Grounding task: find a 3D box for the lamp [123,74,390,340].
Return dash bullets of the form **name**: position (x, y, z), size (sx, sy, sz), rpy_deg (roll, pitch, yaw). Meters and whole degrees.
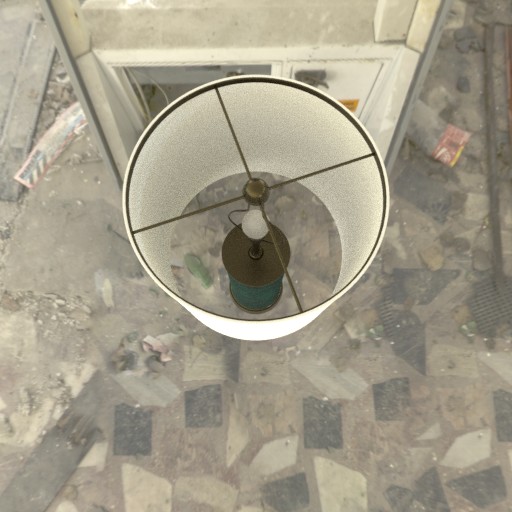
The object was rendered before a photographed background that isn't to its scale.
- **lamp**: position (0.000, 0.000, 0.791), size (0.301, 0.630, 0.301), rpy_deg (25, 77, 6)
